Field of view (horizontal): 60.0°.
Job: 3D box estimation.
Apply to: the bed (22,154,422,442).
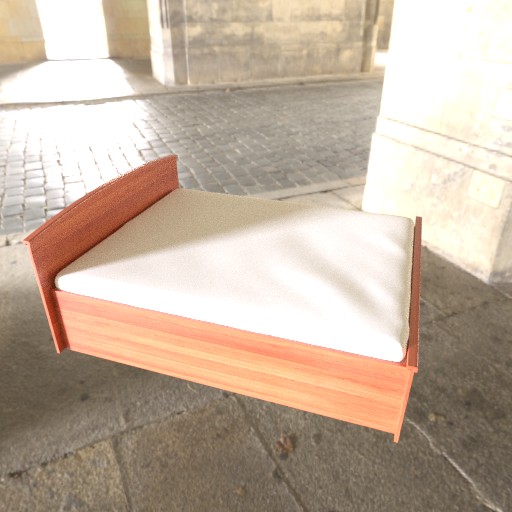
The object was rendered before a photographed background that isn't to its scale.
[{"bbox_3d":[0.000,0.000,2.938,2.053,0.848,1.683,9,31,16],"label":"bed"}]
